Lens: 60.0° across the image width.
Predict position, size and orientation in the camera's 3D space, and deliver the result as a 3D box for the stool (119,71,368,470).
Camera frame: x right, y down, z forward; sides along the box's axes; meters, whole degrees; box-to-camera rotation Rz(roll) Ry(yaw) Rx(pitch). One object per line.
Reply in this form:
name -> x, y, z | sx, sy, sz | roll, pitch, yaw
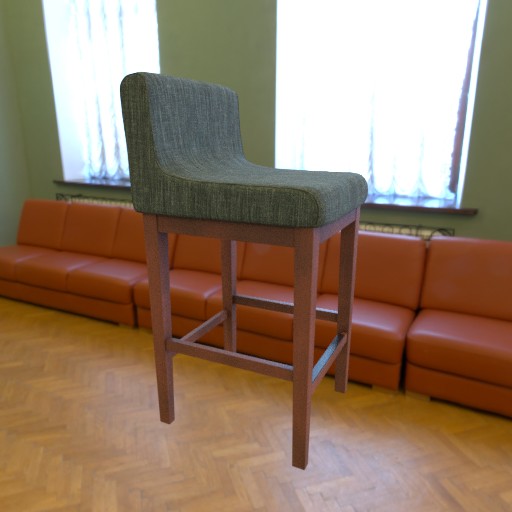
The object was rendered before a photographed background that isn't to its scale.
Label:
stool -> 0.000, 0.000, 1.095 | 0.459, 0.835, 0.395 | 7, 17, 25
